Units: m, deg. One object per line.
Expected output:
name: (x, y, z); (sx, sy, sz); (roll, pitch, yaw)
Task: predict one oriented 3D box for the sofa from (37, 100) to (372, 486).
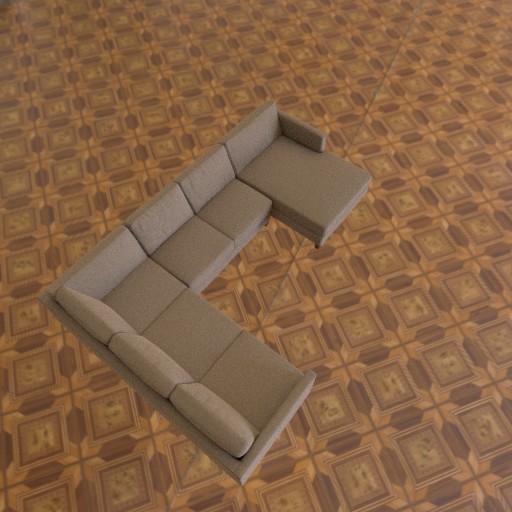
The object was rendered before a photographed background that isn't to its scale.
sofa: (0.000, 0.000, 4.562); (2.424, 0.865, 3.438); (34, 64, 19)
